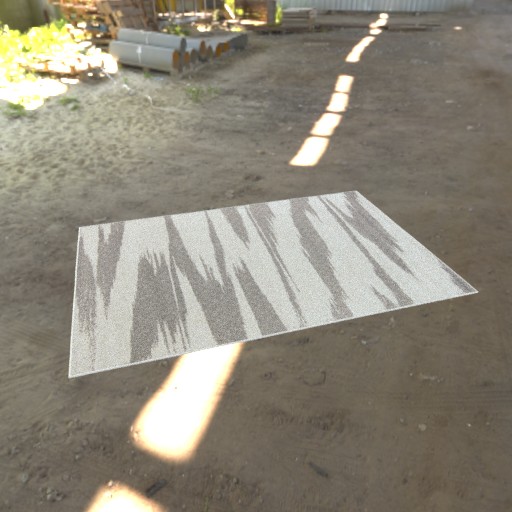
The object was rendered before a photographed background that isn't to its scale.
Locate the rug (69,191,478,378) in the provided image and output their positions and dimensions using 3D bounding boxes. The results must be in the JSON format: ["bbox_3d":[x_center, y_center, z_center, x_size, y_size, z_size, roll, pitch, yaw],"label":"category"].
[{"bbox_3d":[0.000,0.000,2.359,1.827,0.008,1.225,-9,33,-14],"label":"rug"}]
